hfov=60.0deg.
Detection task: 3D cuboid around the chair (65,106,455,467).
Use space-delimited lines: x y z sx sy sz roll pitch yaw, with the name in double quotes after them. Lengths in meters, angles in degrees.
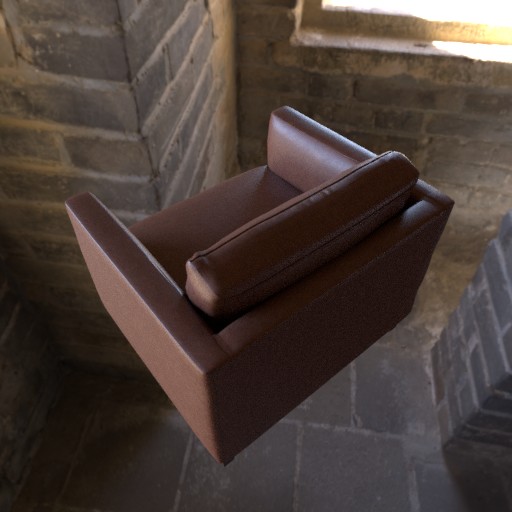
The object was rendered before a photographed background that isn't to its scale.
0.000 0.000 1.789 1.107 0.917 0.959 -30 53 -26 "chair"
